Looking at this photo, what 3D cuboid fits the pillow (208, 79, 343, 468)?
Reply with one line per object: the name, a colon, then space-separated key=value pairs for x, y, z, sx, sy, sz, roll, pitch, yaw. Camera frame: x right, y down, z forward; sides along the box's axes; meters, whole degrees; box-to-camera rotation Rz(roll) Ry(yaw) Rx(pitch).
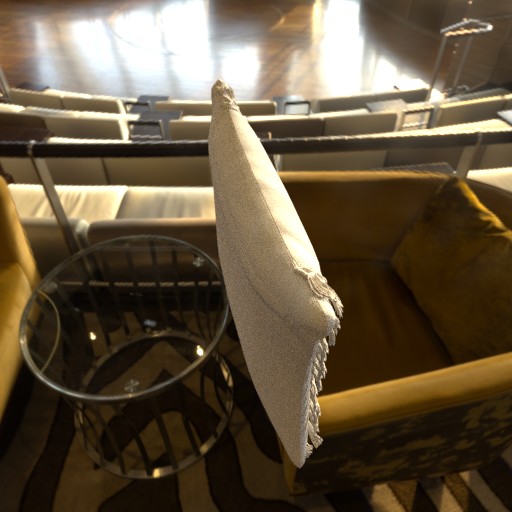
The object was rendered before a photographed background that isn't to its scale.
pillow: x=0.000 y=0.000 z=0.602 sx=0.084 sy=0.305 sz=0.466 roll=-10 pitch=45 yaw=-10
